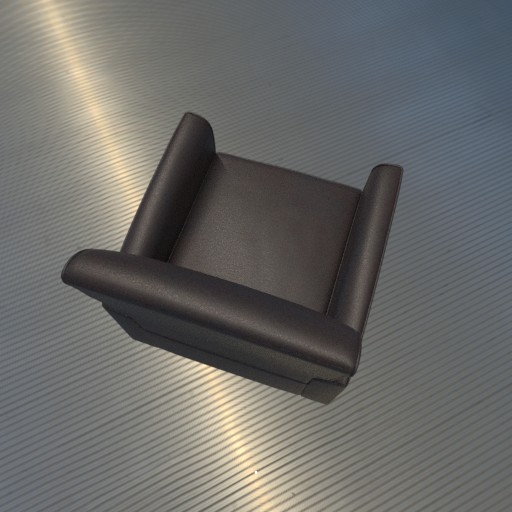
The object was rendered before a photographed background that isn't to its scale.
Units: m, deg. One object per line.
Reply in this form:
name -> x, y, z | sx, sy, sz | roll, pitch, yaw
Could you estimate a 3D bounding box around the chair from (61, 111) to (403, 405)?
chair -> 0.000, 0.000, 1.577 | 0.820, 0.916, 0.819 | 17, 65, 8
